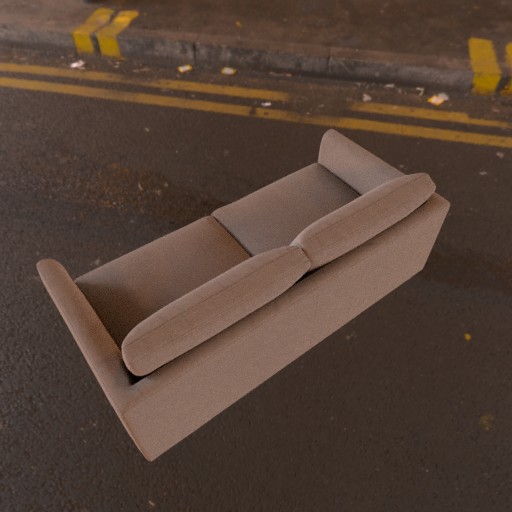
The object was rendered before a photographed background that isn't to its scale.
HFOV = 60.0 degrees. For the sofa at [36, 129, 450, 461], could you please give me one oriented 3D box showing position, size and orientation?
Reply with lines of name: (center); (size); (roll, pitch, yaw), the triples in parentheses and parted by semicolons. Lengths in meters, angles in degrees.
sofa: (0.000, 0.000, 2.755); (2.588, 0.838, 1.090); (-29, 54, -24)
